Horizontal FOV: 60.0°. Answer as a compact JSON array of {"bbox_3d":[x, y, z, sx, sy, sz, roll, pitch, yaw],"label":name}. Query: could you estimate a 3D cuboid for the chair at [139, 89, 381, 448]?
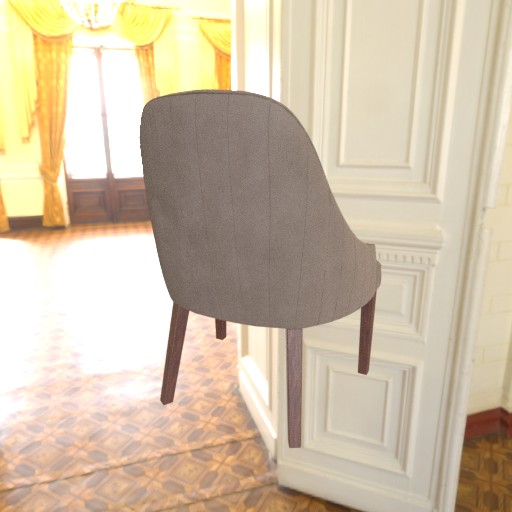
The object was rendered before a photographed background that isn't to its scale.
[{"bbox_3d":[0.000,0.000,1.313,0.643,0.889,0.575,8,18,26],"label":"chair"}]
